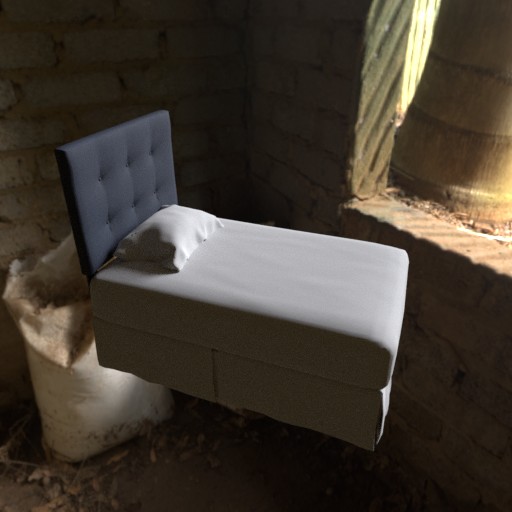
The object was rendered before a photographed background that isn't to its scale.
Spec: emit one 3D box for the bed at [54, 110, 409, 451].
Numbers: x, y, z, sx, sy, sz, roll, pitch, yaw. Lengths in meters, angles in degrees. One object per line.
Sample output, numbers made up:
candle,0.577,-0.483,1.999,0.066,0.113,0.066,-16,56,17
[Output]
bed,0.000,0.000,2.979,1.997,1.571,1.261,10,31,18
